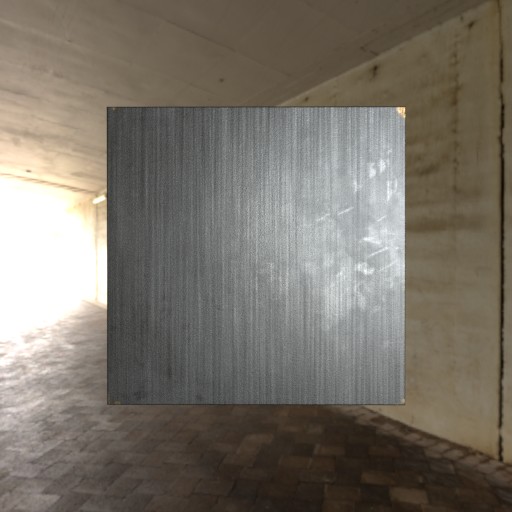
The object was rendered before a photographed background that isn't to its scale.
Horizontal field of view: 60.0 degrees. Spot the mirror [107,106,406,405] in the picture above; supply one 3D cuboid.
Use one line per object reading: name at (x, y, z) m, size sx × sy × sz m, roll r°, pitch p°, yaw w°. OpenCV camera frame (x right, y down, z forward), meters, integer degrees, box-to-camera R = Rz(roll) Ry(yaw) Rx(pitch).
mirror at (0.000, 0.000, 0.575) m, size 0.382 × 0.381 × 0.020 m, roll 0°, pitch 0°, yaw 0°
